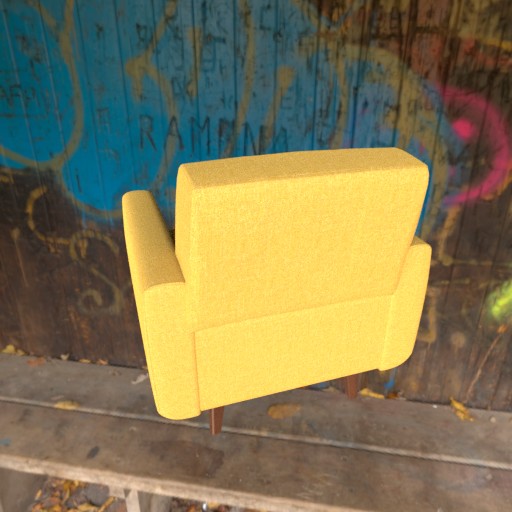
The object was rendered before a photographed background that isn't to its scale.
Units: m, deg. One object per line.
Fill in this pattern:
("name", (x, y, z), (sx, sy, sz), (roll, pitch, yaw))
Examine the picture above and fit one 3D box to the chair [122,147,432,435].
("chair", (0.000, 0.000, 1.525), (0.831, 0.841, 0.909), (-8, 27, -17))
